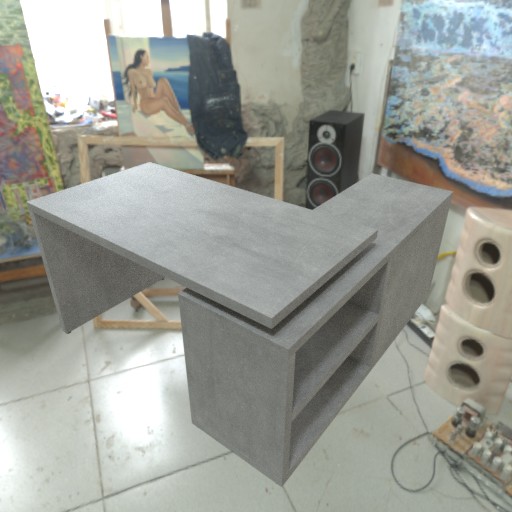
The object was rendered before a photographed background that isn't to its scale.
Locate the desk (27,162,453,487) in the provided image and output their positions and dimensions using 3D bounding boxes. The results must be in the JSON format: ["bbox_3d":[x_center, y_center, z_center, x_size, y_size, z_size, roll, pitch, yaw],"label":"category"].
[{"bbox_3d":[0.000,0.000,2.280,1.400,0.740,1.500,21,36,32],"label":"desk"}]
